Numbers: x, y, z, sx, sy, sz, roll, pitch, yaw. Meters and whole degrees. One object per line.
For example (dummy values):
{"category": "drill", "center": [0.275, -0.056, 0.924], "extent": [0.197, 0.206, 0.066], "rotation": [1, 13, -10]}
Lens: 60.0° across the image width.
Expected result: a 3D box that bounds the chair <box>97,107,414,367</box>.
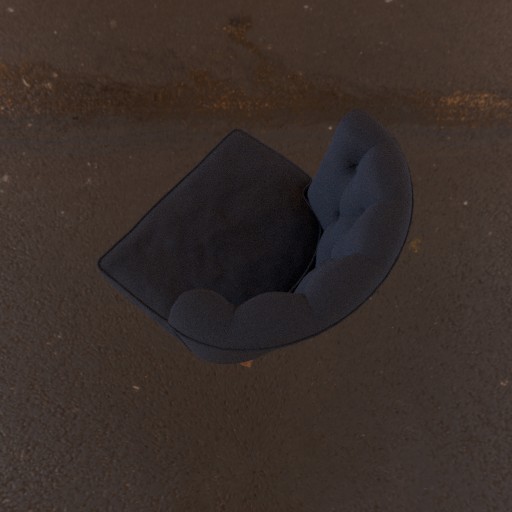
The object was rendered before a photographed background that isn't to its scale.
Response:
{"category": "chair", "center": [0.000, 0.000, 1.363], "extent": [0.718, 0.771, 0.740], "rotation": [35, 69, 16]}
